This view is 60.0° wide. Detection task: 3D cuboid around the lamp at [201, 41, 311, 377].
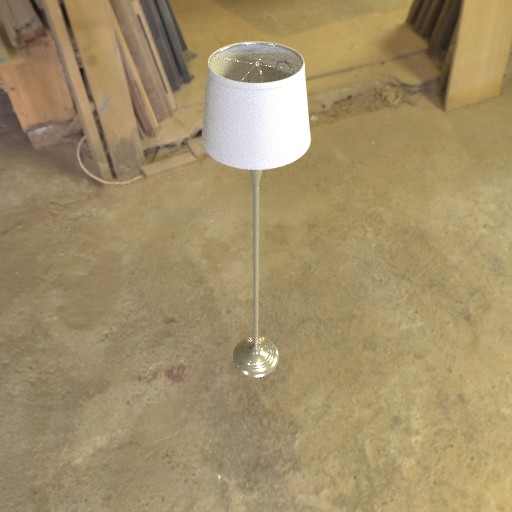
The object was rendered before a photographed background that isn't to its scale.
[{"bbox_3d":[0.000,0.000,1.715,0.327,1.506,0.327,-19,50,-17],"label":"lamp"}]
